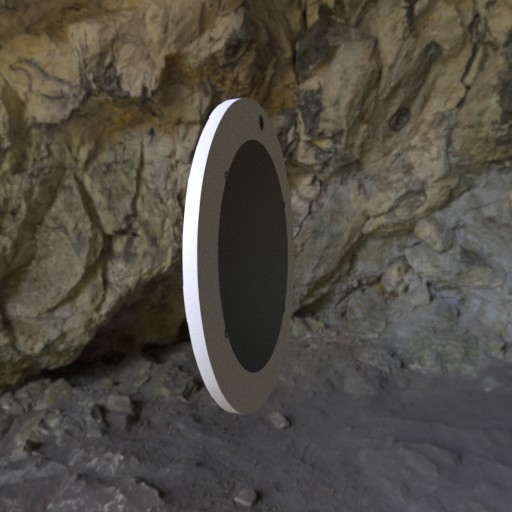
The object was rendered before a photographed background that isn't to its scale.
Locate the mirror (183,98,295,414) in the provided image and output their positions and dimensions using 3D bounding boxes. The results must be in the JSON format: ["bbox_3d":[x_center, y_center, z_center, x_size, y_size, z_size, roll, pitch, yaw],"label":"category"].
[{"bbox_3d":[0.000,0.000,1.359,0.038,0.914,0.914,0,-1,18],"label":"mirror"}]
